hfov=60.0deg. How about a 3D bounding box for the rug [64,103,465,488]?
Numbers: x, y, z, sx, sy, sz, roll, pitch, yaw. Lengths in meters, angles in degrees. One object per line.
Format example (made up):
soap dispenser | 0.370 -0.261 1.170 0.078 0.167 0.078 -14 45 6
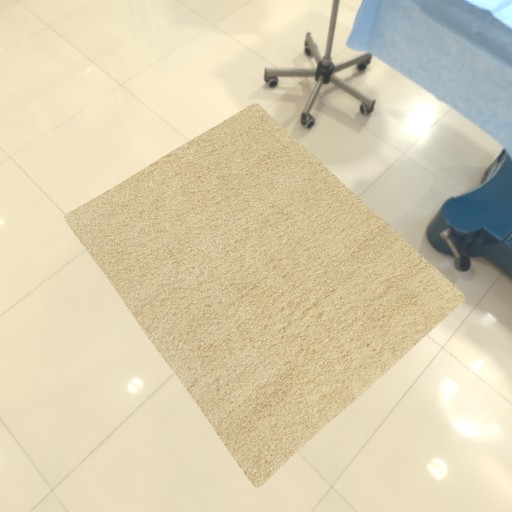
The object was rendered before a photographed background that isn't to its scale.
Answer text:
rug | 0.000 0.000 4.107 2.401 0.025 3.001 -36 69 -16
